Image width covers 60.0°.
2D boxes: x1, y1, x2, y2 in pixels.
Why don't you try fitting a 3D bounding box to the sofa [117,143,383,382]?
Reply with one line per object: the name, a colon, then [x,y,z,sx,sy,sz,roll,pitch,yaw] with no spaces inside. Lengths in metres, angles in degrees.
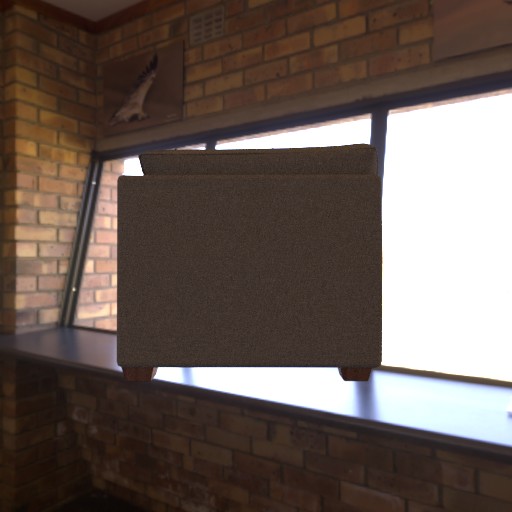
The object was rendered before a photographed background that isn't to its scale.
sofa: [0.000,0.000,2.856,1.110,1.033,2.237,0,-1,1]
